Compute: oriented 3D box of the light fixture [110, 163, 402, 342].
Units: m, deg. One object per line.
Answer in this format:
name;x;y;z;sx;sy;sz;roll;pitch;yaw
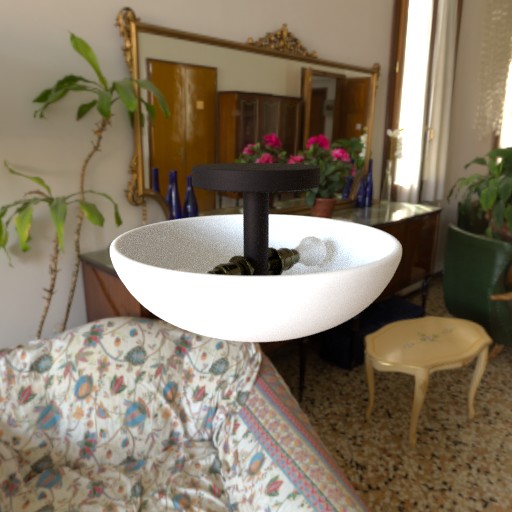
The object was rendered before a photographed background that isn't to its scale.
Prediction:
light fixture;0.000;0.000;0.531;0.331;0.212;0.331;0;15;0
